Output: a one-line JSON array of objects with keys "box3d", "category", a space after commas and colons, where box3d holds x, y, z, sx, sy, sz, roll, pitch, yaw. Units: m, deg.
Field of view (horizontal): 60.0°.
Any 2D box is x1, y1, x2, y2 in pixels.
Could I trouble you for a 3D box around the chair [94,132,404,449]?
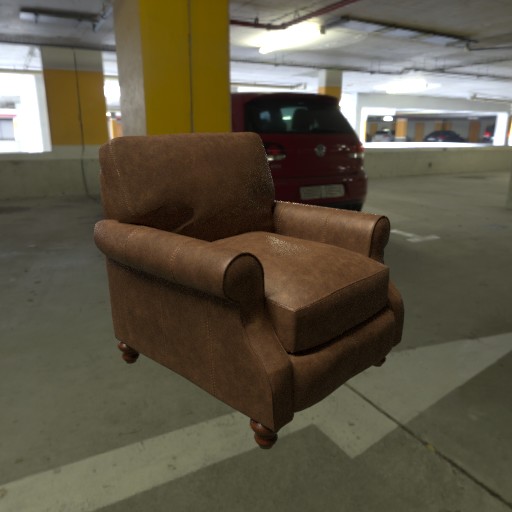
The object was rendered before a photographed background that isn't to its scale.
[{"box3d": [0.000, 0.000, 1.802, 1.002, 0.976, 0.996, 14, 20, 41], "category": "chair"}]
